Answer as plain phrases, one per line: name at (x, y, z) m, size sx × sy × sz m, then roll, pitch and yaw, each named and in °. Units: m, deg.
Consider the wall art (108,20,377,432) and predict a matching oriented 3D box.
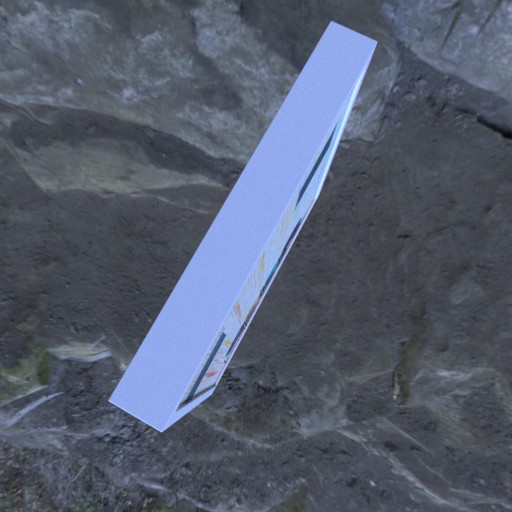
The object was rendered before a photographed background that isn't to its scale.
wall art at (0.000, 0.000, 0.443) m, size 0.038 × 0.305 × 0.305 m, roll 28°, pitch 78°, yaw 6°
